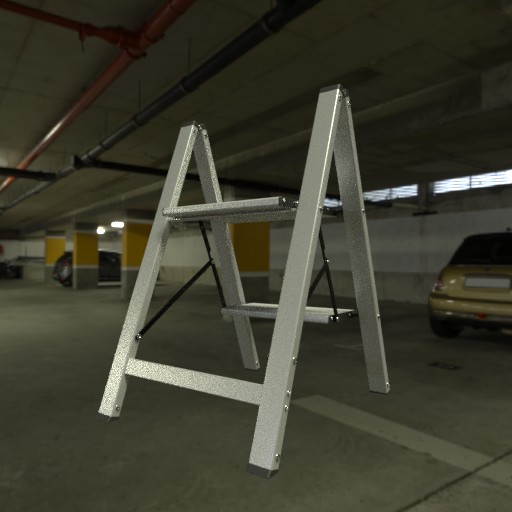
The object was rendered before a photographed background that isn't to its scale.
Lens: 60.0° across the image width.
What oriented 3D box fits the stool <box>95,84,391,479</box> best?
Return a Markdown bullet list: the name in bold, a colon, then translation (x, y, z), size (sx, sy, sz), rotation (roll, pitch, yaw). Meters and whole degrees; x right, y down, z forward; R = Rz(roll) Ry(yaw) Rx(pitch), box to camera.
- **stool**: translation (0.000, 0.000, 1.005), size (0.440, 0.670, 0.535), rotation (0, -1, 36)
